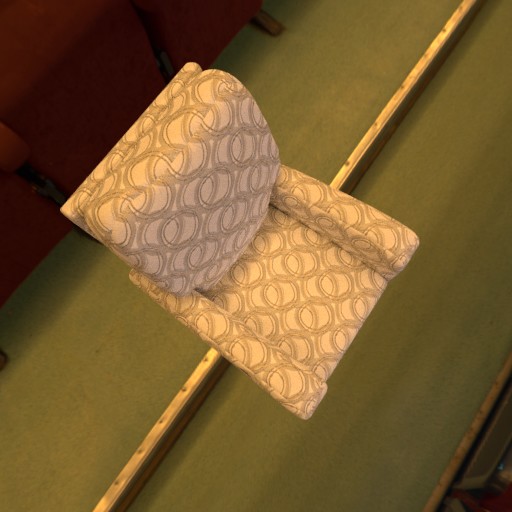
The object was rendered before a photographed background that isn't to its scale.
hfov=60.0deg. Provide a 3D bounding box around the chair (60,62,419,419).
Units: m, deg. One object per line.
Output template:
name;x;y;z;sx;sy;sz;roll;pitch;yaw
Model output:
chair;0.000;0.000;1.721;0.995;1.065;0.796;34;78;9
